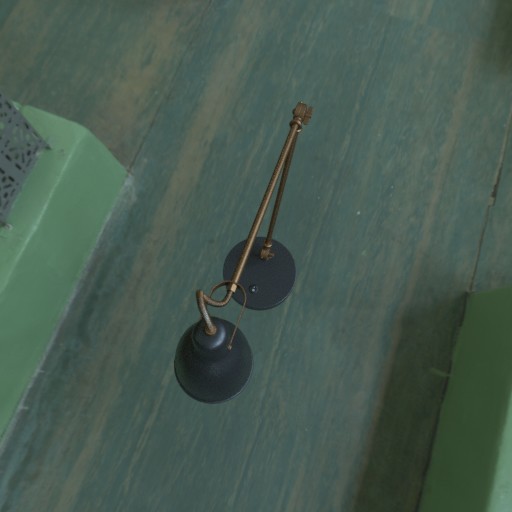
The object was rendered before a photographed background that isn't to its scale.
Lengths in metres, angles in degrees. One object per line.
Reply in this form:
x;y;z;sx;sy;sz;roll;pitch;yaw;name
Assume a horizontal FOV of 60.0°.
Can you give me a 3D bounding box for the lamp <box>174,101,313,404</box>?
0.000;0.000;0.868;0.187;0.587;0.561;18;76;5;lamp
